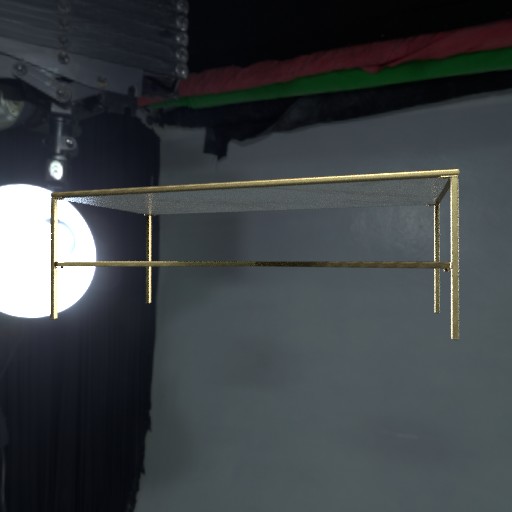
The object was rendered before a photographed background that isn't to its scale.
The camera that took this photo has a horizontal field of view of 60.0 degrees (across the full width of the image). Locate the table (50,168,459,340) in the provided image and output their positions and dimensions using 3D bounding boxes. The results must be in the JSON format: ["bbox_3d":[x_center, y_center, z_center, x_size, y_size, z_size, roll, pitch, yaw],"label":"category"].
[{"bbox_3d":[0.000,0.000,1.503,1.197,0.405,0.577,0,-1,18],"label":"table"}]
